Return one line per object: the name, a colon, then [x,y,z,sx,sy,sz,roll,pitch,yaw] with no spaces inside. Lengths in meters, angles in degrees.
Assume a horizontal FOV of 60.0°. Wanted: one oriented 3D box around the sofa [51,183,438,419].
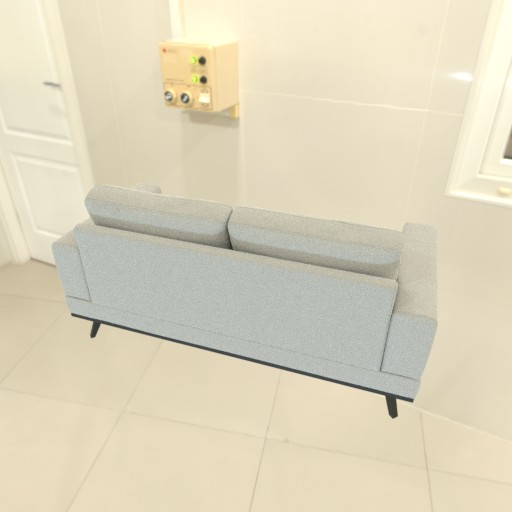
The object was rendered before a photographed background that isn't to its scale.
sofa: [0.000,0.000,2.201,1.650,0.810,0.920,10,34,16]
